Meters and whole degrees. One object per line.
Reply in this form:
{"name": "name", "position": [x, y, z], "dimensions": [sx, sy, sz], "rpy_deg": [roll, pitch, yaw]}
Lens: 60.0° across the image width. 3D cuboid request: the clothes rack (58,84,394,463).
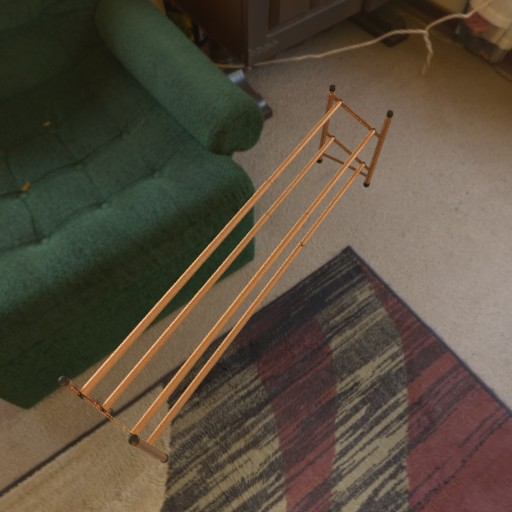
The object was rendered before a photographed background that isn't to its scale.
{"name": "clothes rack", "position": [0.000, 0.000, 1.304], "dimensions": [0.229, 0.349, 1.168], "rpy_deg": [31, 65, 17]}
